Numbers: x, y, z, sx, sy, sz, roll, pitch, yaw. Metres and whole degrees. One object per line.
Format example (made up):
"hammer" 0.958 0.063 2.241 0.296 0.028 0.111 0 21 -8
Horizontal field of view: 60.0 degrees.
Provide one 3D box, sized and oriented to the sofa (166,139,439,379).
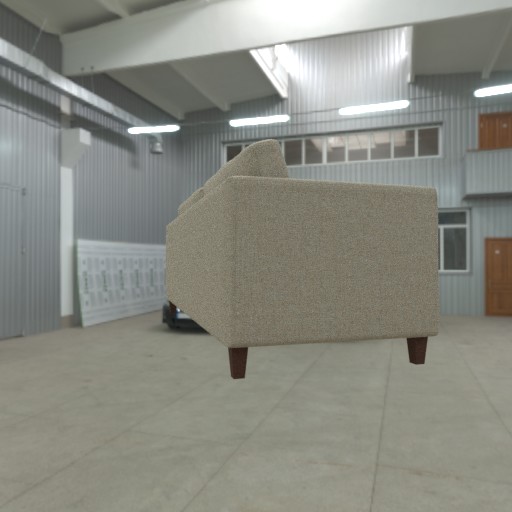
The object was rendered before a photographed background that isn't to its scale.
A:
"sofa" 0.000 0.000 2.894 0.951 0.965 2.434 0 -1 -17
